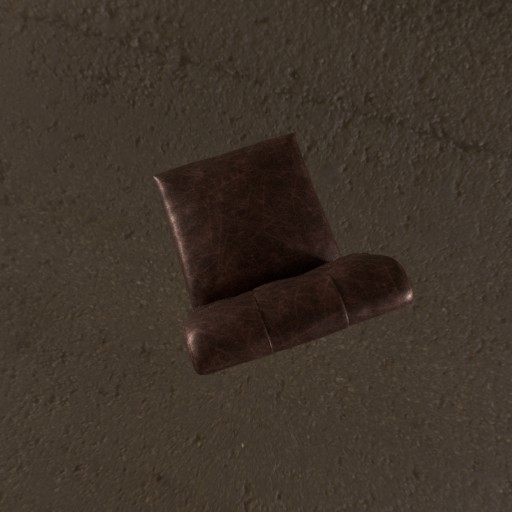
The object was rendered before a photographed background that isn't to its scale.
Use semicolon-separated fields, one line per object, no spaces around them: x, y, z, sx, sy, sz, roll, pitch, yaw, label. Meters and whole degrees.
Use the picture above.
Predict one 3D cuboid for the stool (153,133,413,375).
0.000;0.000;1.481;0.483;1.168;0.659;-18;77;-4;stool
